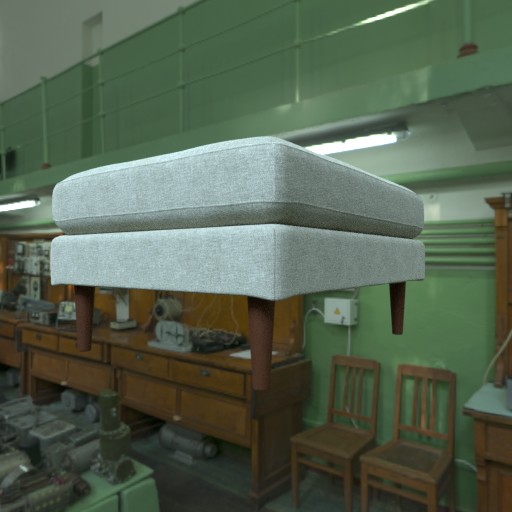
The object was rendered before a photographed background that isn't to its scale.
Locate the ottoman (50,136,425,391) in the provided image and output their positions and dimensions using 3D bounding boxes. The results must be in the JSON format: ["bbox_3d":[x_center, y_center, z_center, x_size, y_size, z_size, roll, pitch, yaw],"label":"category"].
[{"bbox_3d":[0.000,0.000,1.225,0.693,0.474,0.821,0,0,37],"label":"ottoman"}]
